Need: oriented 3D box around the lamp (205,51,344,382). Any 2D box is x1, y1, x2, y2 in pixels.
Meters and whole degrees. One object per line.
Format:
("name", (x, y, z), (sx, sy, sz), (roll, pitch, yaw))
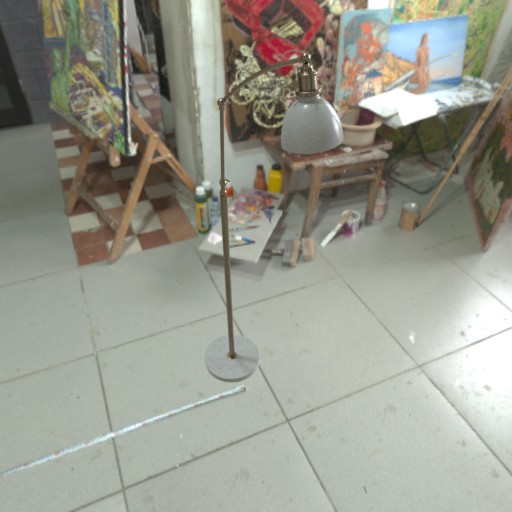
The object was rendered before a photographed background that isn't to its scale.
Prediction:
("lamp", (0.000, 0.000, 1.770), (0.599, 1.586, 0.288), (26, 46, 27))
